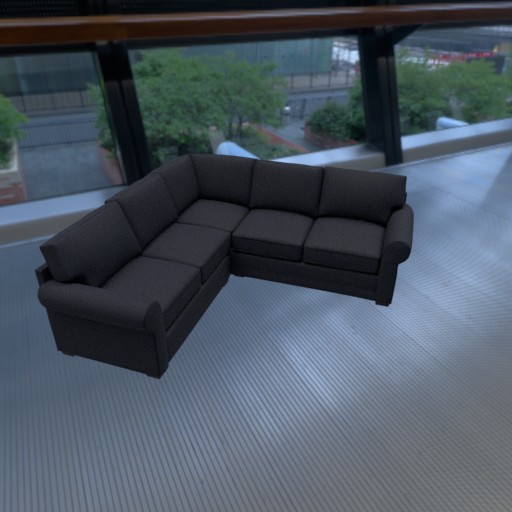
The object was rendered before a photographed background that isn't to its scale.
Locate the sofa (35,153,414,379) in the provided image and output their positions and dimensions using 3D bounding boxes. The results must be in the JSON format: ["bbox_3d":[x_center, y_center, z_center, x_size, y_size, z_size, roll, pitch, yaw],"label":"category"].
[{"bbox_3d":[0.000,0.000,3.879,2.562,1.042,2.487,9,31,16],"label":"sofa"}]
